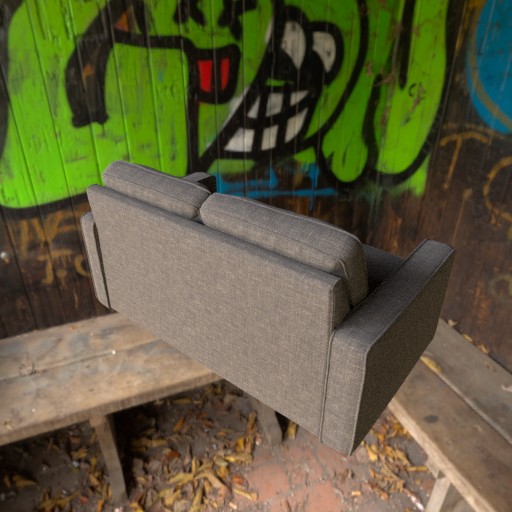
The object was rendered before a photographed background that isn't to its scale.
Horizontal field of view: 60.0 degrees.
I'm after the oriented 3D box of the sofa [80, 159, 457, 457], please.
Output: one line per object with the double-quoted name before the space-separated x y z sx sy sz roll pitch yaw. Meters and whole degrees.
"sofa" 0.000 0.000 2.287 1.709 0.918 0.947 22 37 33
